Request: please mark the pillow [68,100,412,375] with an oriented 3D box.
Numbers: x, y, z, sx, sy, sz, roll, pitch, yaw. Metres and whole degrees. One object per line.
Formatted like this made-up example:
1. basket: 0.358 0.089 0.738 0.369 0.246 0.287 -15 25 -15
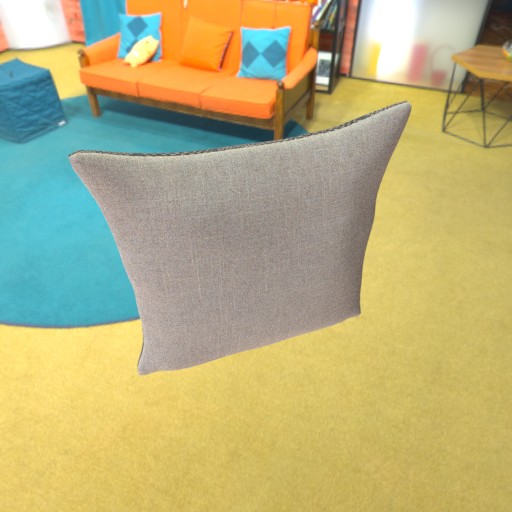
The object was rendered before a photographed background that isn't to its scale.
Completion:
1. pillow: 0.000 0.000 0.680 0.435 0.432 0.138 -13 43 -14
